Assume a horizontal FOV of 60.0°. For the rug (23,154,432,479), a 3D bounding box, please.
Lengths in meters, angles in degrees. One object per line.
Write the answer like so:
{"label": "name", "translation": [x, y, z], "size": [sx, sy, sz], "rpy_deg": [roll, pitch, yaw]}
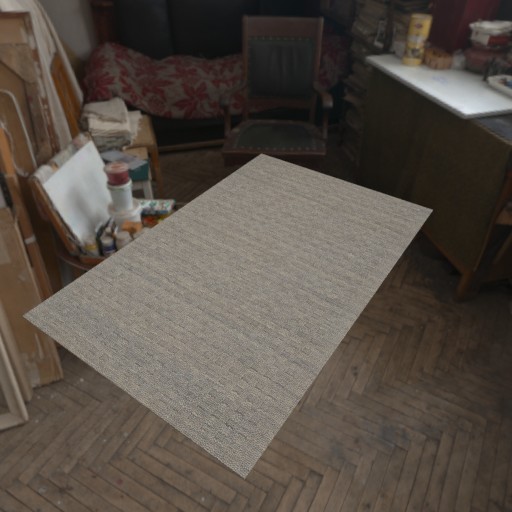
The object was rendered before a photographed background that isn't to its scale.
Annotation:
{"label": "rug", "translation": [0.000, 0.000, 2.139], "size": [1.142, 0.006, 1.752], "rpy_deg": [24, 46, 26]}
